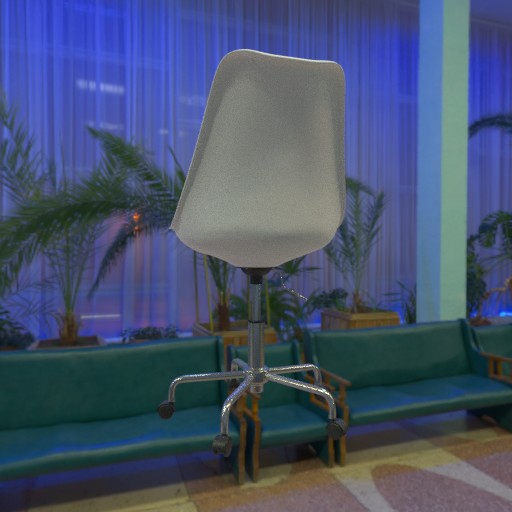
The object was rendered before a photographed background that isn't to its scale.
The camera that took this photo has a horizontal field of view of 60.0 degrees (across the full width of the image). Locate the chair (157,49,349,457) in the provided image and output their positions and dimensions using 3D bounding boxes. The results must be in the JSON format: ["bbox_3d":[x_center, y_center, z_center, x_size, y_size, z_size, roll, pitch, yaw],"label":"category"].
[{"bbox_3d":[0.000,0.000,1.272,0.550,0.930,0.550,0,1,-18],"label":"chair"}]
